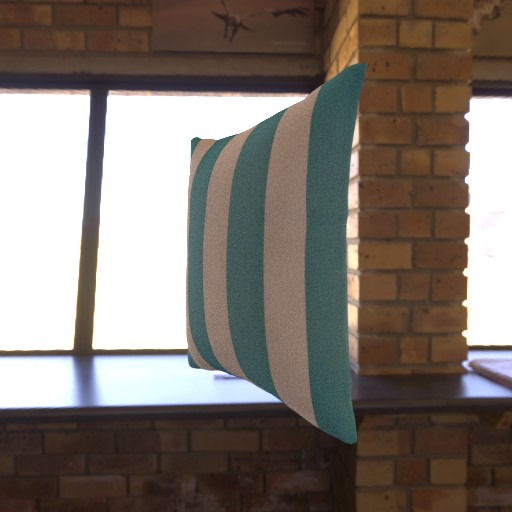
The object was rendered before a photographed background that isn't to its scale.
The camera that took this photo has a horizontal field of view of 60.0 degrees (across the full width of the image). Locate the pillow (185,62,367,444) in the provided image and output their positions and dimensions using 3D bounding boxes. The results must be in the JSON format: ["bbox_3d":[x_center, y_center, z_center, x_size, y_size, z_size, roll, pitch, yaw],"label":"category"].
[{"bbox_3d":[0.000,0.000,0.814,0.189,0.526,0.536,-1,2,-34],"label":"pillow"}]
